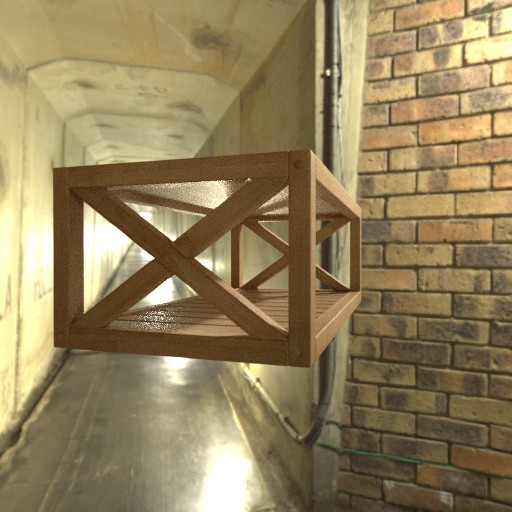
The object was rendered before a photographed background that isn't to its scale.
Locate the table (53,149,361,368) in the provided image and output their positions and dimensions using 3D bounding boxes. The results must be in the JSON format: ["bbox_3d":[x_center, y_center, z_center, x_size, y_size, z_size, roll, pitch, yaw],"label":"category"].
[{"bbox_3d":[0.000,0.000,1.643,0.660,0.457,1.321,0,1,18],"label":"table"}]
